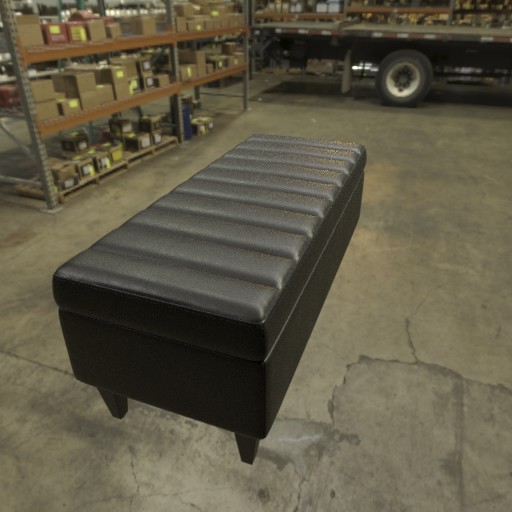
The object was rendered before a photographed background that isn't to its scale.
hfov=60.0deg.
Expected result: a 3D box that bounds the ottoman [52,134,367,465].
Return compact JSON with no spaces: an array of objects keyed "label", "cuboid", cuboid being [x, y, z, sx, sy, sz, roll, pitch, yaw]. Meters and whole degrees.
[{"label":"ottoman","cuboid":[0.000,0.000,1.385,0.482,0.469,1.151,11,32,18]}]
